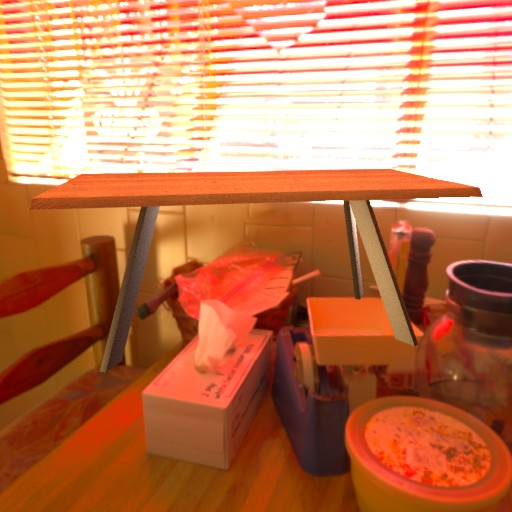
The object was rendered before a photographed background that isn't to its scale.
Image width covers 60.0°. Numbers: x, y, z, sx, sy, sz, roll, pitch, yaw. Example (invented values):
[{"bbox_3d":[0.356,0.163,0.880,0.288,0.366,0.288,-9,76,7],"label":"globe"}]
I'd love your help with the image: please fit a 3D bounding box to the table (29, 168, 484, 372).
[{"bbox_3d":[0.000,0.000,2.249,1.800,0.770,0.900,-3,17,-9],"label":"table"}]
